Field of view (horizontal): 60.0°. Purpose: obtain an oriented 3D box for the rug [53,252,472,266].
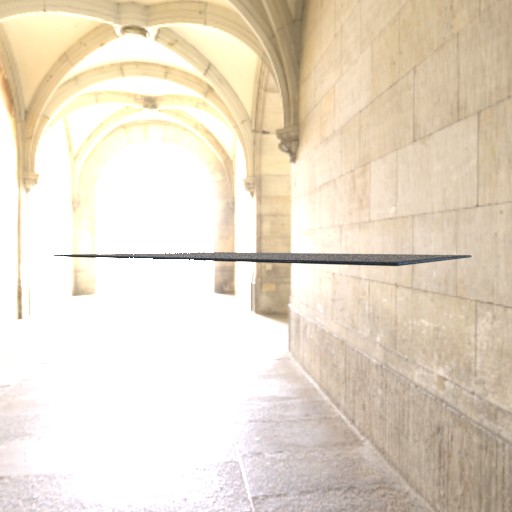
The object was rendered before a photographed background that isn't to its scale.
[{"bbox_3d":[0.000,0.000,3.038,2.441,0.015,1.526,1,2,36],"label":"rug"}]
